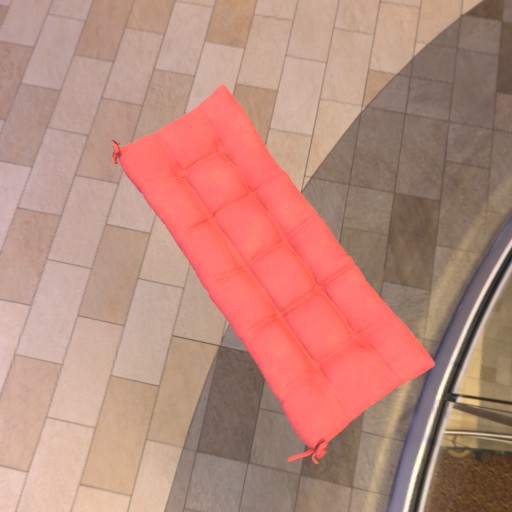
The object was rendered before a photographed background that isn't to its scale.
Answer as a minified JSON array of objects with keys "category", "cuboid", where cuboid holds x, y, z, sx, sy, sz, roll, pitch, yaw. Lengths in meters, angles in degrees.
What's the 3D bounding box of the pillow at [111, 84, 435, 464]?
[{"category":"pillow","cuboid":[0.000,0.000,1.385,0.511,0.174,1.194,-33,78,-8]}]
